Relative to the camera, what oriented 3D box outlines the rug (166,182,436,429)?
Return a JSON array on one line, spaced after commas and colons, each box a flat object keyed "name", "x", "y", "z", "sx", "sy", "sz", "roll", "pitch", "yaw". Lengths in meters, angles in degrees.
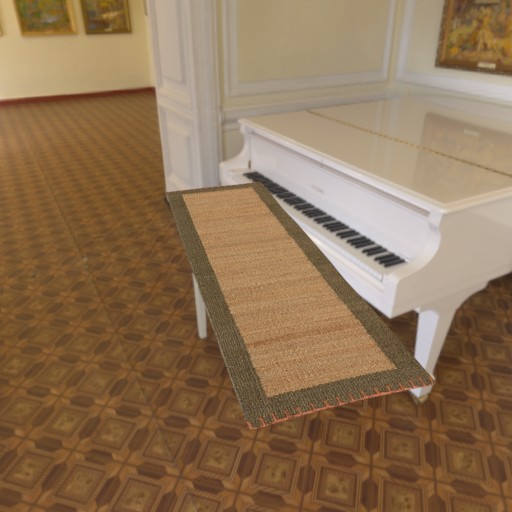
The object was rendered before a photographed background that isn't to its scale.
[{"name": "rug", "x": 0.000, "y": 0.000, "z": 2.703, "sx": 0.810, "sy": 0.016, "sz": 2.413, "roll": -8, "pitch": 31, "yaw": -14}]
